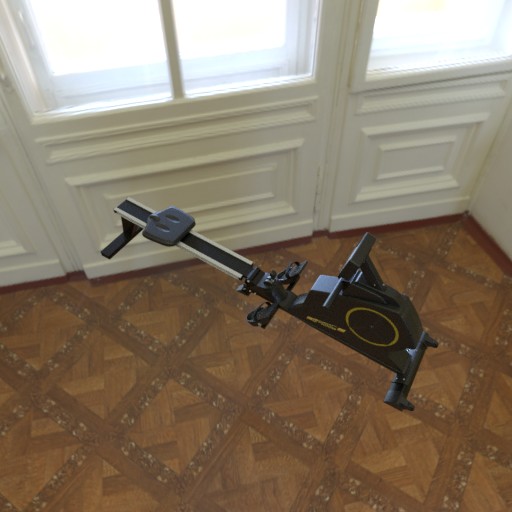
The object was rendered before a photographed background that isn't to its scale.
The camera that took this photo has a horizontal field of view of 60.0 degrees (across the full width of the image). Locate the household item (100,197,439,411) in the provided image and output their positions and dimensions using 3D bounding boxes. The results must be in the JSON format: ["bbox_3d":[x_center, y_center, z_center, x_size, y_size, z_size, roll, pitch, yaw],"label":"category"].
[{"bbox_3d":[0.000,0.000,2.619,2.251,0.810,0.521,24,52,20],"label":"household item"}]
